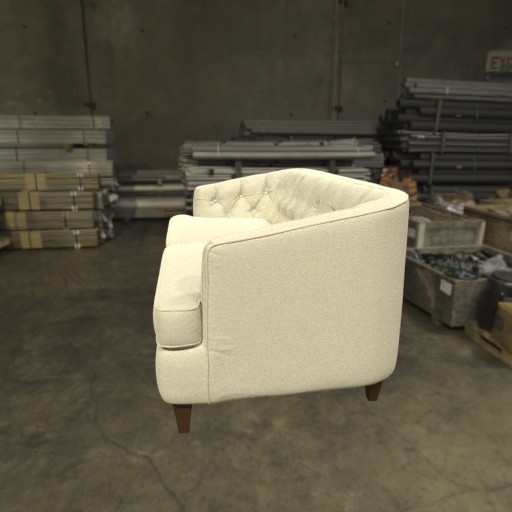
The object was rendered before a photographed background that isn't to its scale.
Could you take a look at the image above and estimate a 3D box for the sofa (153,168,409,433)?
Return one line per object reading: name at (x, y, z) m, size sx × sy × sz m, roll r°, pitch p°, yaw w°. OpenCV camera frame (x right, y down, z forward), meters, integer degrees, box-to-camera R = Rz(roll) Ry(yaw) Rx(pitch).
sofa at (0.000, 0.000, 2.231) m, size 0.941 × 0.855 × 1.733 m, roll -2°, pitch 15°, yaw -8°
